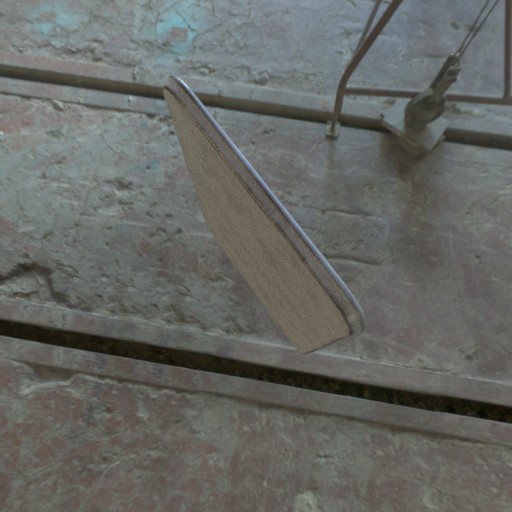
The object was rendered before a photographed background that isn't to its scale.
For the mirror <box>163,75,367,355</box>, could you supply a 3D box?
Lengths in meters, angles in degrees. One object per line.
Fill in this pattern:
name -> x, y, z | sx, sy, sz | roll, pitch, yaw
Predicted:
mirror -> 0.000, 0.000, 0.913 | 0.024, 0.713, 0.461 | -35, 78, -9
